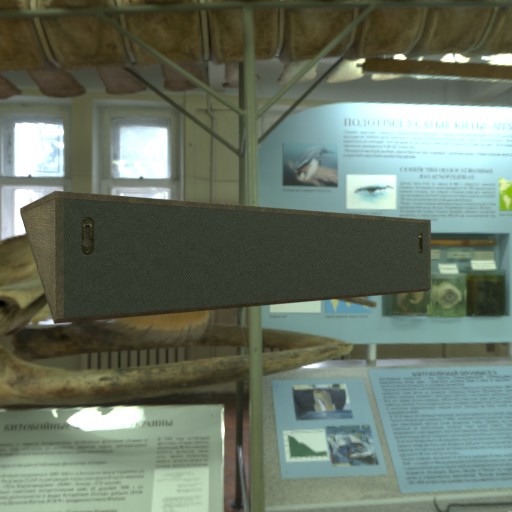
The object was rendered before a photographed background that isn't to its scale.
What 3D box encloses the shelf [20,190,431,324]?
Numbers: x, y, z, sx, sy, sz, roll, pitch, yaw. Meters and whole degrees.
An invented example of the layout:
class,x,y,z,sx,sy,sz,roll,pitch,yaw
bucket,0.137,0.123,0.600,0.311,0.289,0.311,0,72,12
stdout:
class,x,y,z,sx,sy,sz,roll,pitch,yaw
shelf,0.000,0.000,0.673,0.610,0.125,0.200,0,0,-36
